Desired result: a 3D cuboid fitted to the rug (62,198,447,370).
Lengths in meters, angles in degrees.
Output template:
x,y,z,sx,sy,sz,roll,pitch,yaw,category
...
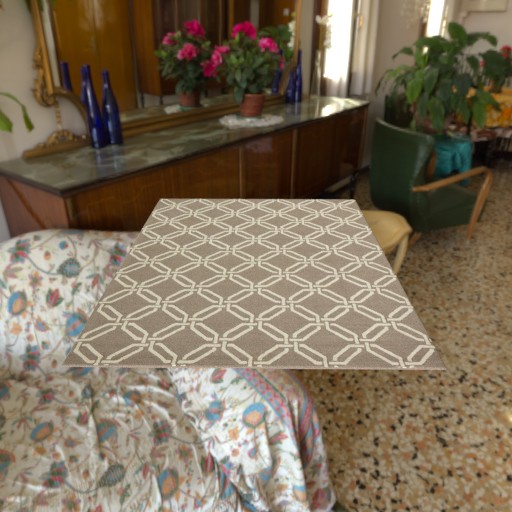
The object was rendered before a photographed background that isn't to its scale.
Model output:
x,y,z,sx,sy,sz,roll,pitch,yaw,category
0.000,0.000,3.909,2.288,0.018,2.895,0,27,1,rug
